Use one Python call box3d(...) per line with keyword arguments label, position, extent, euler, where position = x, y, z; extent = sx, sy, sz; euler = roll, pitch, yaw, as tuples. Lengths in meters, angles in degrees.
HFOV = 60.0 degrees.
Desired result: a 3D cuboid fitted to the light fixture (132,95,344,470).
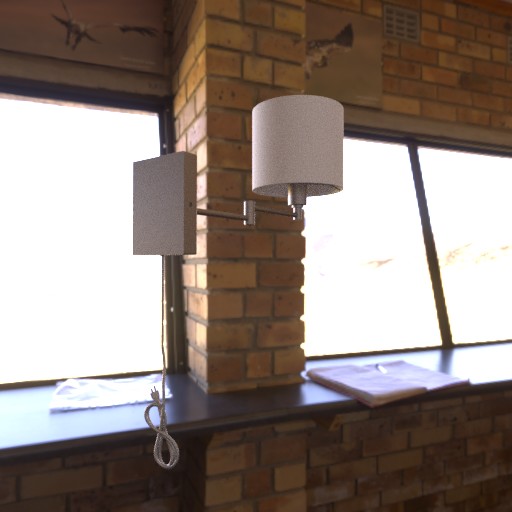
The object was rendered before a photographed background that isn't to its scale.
box3d(label="light fixture", position=(0.000, 0.000, 0.864), extent=(0.203, 0.651, 0.516), euler=(-1, -1, 36))
